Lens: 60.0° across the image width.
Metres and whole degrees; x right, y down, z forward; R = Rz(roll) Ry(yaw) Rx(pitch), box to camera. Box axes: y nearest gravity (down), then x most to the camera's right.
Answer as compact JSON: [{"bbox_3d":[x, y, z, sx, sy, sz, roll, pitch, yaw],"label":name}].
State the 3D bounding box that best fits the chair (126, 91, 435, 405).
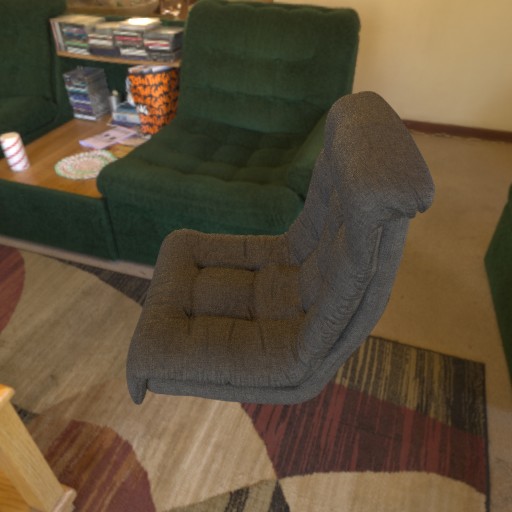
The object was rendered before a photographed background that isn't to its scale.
[{"bbox_3d":[0.000,0.000,1.195,0.668,0.749,0.597,1,39,1],"label":"chair"}]
